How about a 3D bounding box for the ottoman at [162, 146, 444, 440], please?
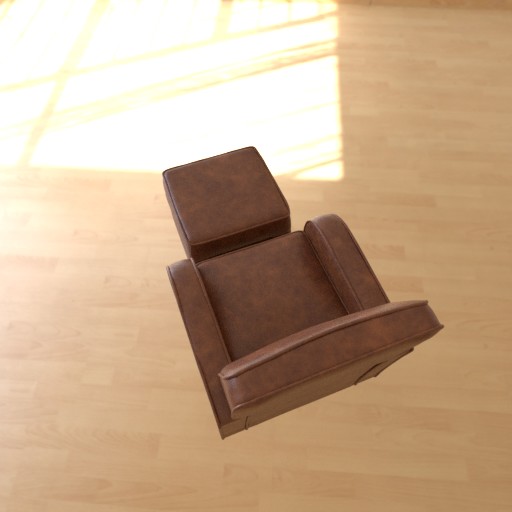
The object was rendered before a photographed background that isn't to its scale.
[{"bbox_3d":[0.000,0.000,1.838,0.732,0.904,1.314,-18,60,-11],"label":"ottoman"}]
